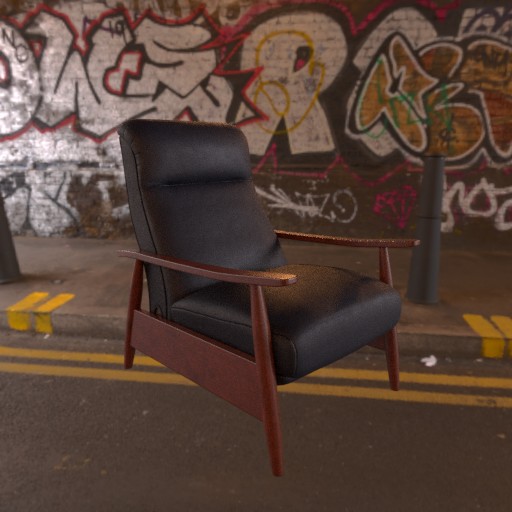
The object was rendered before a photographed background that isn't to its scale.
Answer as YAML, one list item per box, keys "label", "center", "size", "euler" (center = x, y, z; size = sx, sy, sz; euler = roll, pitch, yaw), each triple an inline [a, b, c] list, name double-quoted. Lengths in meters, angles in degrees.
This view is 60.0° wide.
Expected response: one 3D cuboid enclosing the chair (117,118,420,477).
- label: "chair"
  center: [0.000, 0.000, 1.786]
  size: [0.762, 1.082, 1.014]
  euler: [-13, 19, -42]
